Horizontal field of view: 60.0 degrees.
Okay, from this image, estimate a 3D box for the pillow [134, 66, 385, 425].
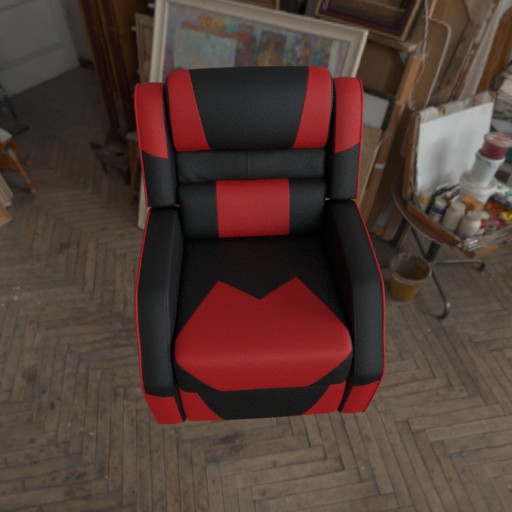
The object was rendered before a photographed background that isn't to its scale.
[{"bbox_3d":[0.000,0.000,1.247,0.620,0.805,0.672,-3,46,-2],"label":"pillow"}]
